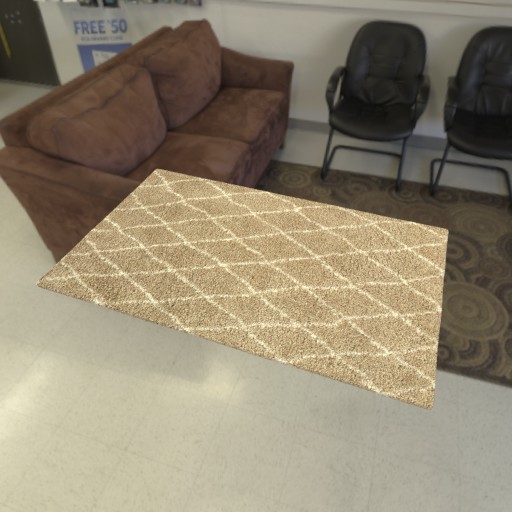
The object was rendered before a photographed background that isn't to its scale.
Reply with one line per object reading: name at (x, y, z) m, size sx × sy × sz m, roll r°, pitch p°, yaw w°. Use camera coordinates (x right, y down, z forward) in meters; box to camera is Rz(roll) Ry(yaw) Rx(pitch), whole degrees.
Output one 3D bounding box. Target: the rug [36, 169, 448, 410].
rug at (0.000, 0.000, 3.036) m, size 2.438 × 0.030 × 1.524 m, roll 14°, pitch 44°, yaw 15°
